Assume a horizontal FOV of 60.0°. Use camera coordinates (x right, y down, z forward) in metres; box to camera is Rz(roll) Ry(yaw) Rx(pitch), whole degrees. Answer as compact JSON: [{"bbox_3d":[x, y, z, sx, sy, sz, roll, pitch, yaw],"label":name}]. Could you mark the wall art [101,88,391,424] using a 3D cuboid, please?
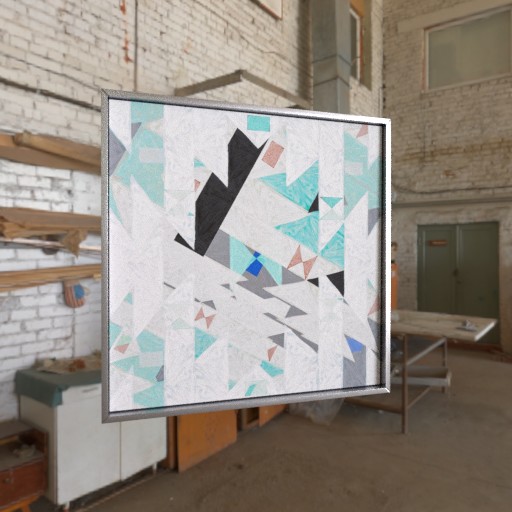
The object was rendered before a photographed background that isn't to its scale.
[{"bbox_3d":[0.000,0.000,0.532,0.350,0.350,0.038,0,0,-18],"label":"wall art"}]
